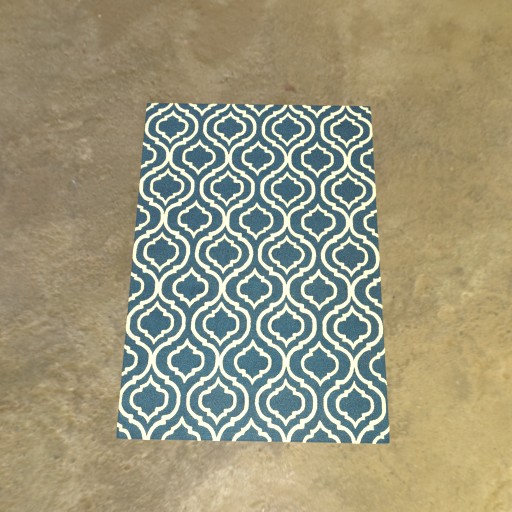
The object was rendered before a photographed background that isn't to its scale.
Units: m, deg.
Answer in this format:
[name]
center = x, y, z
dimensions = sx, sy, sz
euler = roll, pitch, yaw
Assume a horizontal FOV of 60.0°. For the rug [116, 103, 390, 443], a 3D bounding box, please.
[rug]
center = 0.000, 0.000, 2.741
dimensions = 1.524, 0.010, 2.134
euler = 1, 75, 0
